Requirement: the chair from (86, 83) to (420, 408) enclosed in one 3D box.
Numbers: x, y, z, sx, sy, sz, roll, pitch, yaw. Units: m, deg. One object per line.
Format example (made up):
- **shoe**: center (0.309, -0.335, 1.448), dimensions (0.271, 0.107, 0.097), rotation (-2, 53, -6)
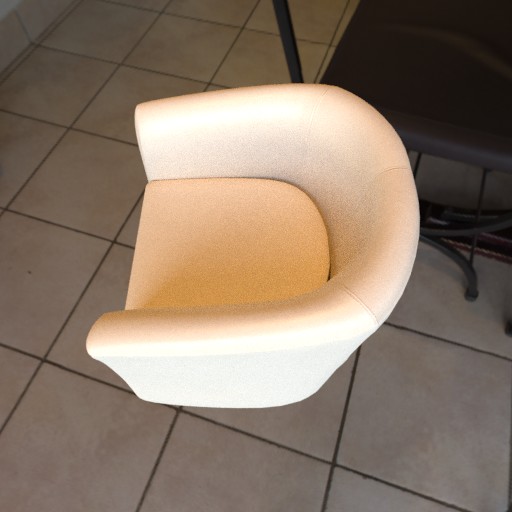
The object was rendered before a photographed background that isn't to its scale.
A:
- **chair**: center (0.000, 0.000, 1.319), dimensions (0.727, 0.756, 0.792), rotation (0, 58, 0)
